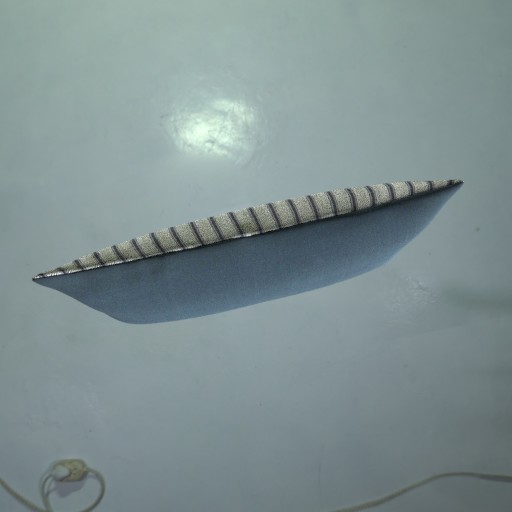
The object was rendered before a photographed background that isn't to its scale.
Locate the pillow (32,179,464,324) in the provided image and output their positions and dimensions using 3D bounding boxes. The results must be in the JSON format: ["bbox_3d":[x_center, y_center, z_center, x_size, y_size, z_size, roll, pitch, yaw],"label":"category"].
[{"bbox_3d":[0.000,0.000,0.746,0.609,0.305,0.151,-13,76,-3],"label":"pillow"}]
